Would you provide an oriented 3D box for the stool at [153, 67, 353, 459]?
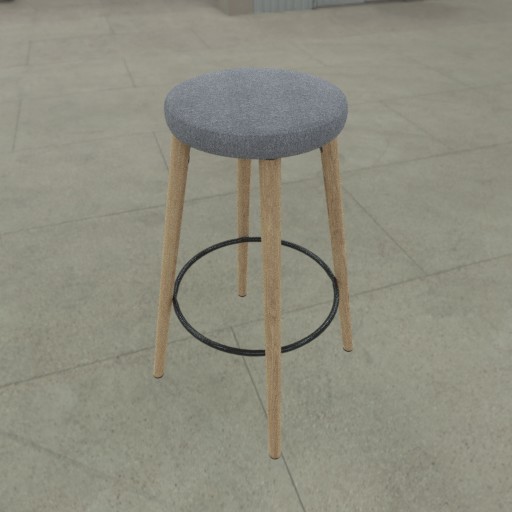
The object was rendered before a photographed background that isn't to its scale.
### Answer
[{"bbox_3d":[0.000,0.000,1.003,0.410,0.770,0.410,25,46,26],"label":"stool"}]
